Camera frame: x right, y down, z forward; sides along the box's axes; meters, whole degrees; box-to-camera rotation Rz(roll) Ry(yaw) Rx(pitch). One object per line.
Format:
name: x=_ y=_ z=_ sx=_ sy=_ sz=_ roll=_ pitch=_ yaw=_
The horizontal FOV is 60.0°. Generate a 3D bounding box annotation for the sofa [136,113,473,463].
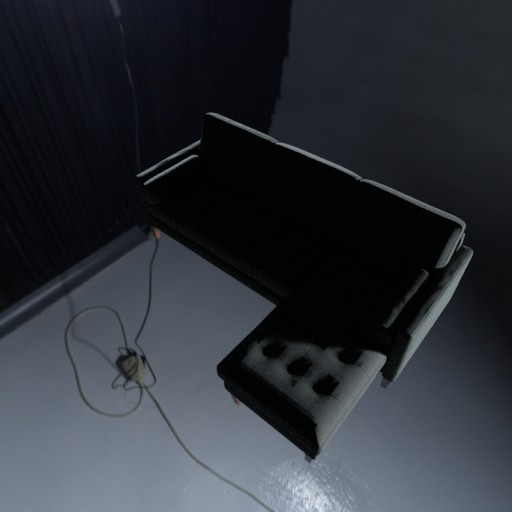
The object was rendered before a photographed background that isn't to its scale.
sofa: x=0.000 y=0.000 z=2.866 sx=2.178 sy=0.876 sz=1.506 roll=31 pitch=53 yaw=27
